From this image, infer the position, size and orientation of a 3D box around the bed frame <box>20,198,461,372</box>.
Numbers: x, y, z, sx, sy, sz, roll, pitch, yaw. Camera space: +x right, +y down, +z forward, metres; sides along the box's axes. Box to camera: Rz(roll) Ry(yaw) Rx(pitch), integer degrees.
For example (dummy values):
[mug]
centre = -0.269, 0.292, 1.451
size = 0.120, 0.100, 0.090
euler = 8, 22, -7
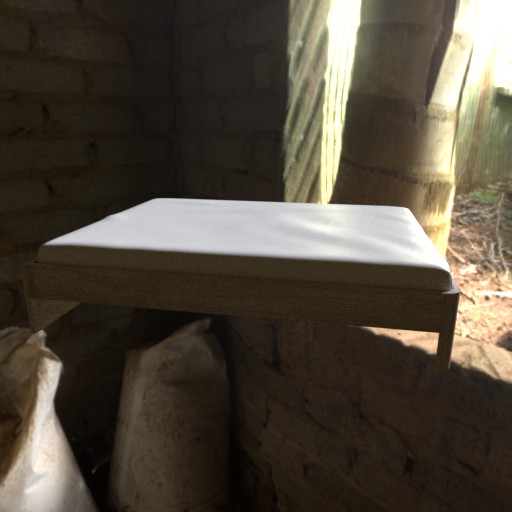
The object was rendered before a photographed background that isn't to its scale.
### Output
[bed frame]
centre = 0.000, 0.000, 2.622
size = 1.950, 0.462, 1.490
euler = 3, 17, 11
